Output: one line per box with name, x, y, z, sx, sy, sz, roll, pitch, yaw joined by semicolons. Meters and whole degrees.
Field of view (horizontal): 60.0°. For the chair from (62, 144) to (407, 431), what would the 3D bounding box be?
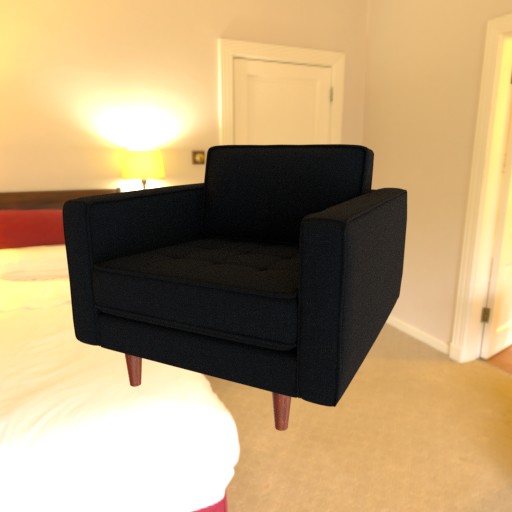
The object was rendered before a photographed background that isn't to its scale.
chair;0.000;0.000;1.569;0.899;0.770;0.920;7;15;26
